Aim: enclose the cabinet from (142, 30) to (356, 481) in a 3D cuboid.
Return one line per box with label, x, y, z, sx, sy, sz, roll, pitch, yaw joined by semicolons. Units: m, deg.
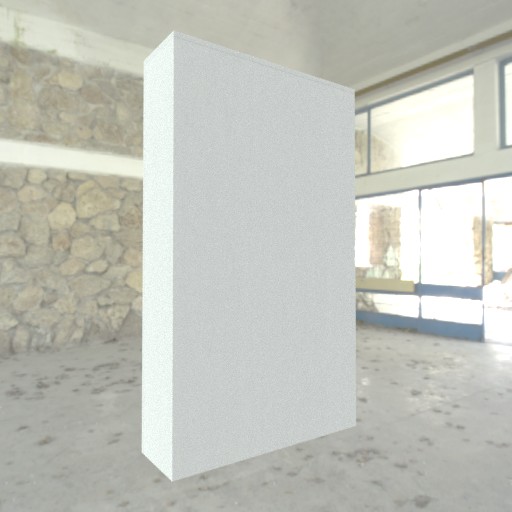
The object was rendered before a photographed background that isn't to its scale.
cabinet;0.000;0.000;1.574;0.750;1.280;0.250;1;-1;-35
